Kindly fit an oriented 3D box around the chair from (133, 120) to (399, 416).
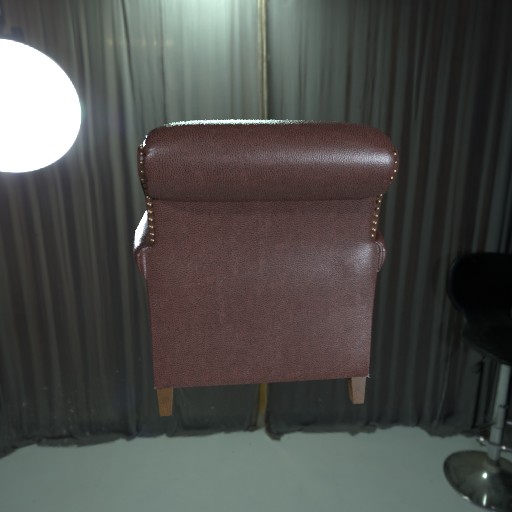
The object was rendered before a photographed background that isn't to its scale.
[{"bbox_3d":[0.000,0.000,1.638,0.854,0.927,0.890,-2,14,-6],"label":"chair"}]
